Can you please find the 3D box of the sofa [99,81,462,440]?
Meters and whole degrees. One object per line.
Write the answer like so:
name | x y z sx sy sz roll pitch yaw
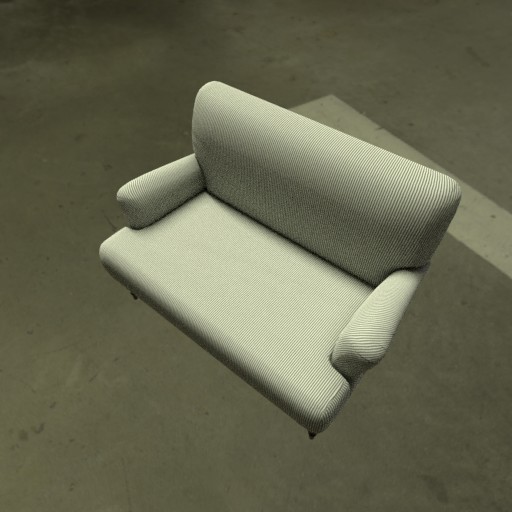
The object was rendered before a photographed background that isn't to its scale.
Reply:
sofa | 0.000 0.000 1.835 1.297 0.889 0.779 32 55 26
